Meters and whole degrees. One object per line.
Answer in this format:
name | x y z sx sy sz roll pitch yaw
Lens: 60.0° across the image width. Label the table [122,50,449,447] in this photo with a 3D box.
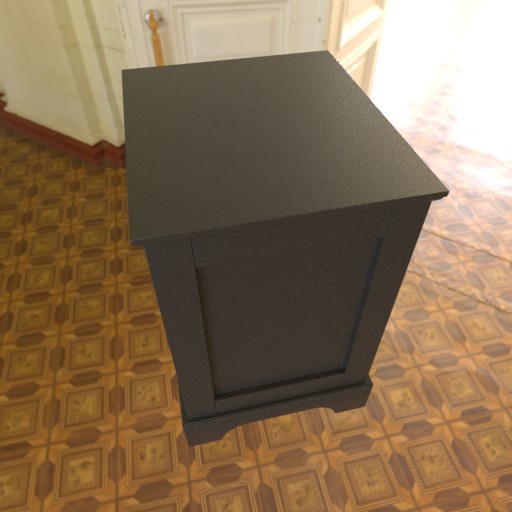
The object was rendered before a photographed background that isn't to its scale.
table | 0.000 0.000 0.904 0.399 0.610 0.460 -9 47 -9
